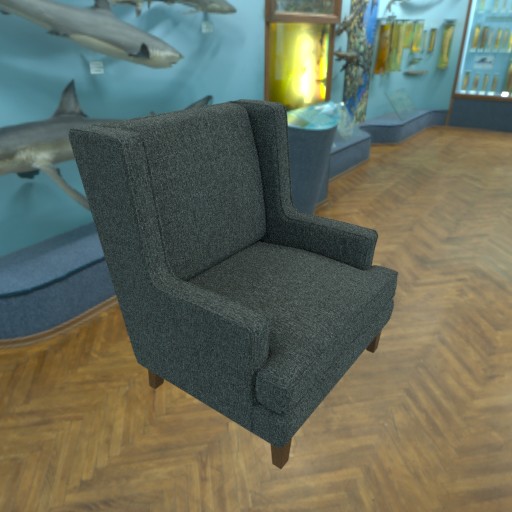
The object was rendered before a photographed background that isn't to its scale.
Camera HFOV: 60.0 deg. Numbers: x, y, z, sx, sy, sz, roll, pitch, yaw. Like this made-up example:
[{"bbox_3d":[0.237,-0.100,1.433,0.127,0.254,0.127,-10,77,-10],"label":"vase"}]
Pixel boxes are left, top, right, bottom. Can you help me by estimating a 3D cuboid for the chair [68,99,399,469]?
[{"bbox_3d":[0.000,0.000,1.832,0.927,1.082,0.942,19,32,32],"label":"chair"}]
